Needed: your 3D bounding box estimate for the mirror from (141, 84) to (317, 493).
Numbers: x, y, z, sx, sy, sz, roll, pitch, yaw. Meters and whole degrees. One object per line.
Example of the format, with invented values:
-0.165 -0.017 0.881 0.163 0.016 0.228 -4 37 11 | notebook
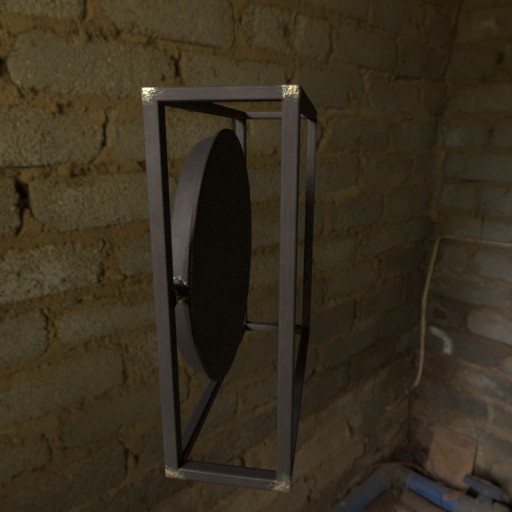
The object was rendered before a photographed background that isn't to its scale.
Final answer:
0.000 0.000 0.465 0.107 0.303 0.306 3 15 9 | mirror
